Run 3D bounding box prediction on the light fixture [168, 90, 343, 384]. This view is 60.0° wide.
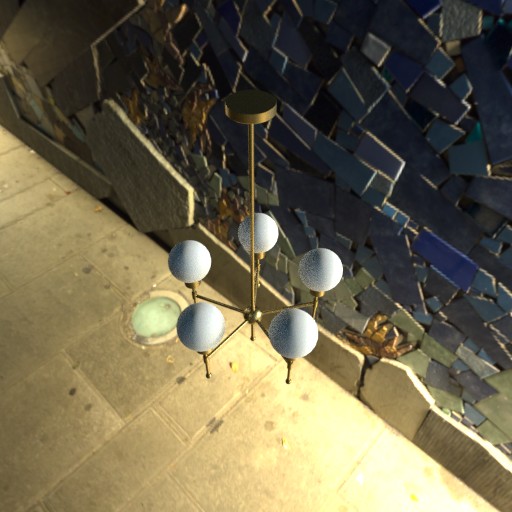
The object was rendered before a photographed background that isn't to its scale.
[{"bbox_3d":[0.000,0.000,1.841,0.815,1.331,0.785,-24,51,-21],"label":"light fixture"}]
